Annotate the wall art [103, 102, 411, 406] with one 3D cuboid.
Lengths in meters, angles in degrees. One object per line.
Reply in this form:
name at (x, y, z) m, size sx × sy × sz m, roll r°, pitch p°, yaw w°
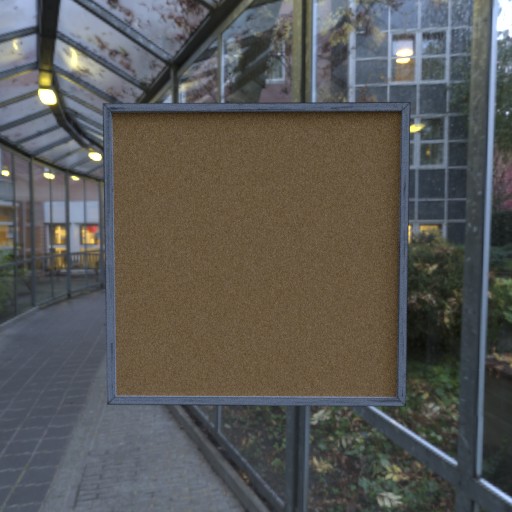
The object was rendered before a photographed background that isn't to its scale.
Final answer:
wall art at (0.000, 0.000, 0.758) m, size 0.506 × 0.506 × 0.038 m, roll 0°, pitch 3°, yaw 1°
